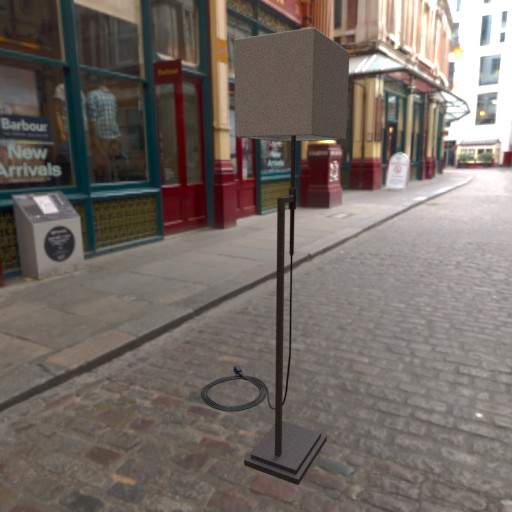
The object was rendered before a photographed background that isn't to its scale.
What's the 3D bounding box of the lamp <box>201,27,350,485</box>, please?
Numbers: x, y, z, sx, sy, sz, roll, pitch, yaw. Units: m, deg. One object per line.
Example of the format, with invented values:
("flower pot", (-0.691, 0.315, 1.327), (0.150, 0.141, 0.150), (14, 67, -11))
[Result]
("lamp", (0.000, 0.000, 1.965), (0.774, 1.600, 0.698), (6, 14, 28))
